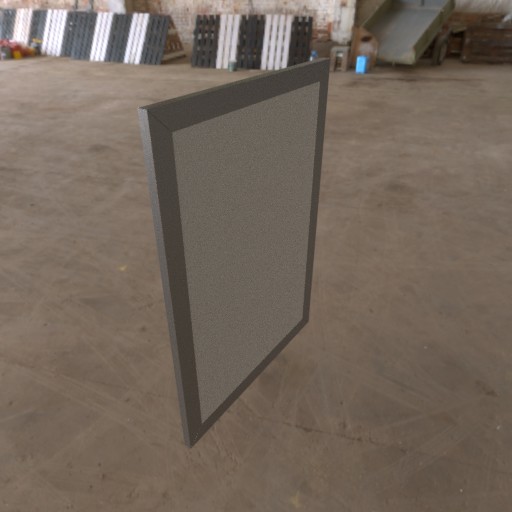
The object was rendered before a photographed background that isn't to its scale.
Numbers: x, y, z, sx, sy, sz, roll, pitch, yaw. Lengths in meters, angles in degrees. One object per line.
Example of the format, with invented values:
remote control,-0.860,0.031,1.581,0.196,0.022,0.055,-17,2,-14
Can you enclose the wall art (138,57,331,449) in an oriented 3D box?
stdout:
wall art,0.000,0.000,0.696,0.013,0.529,0.376,21,38,29
